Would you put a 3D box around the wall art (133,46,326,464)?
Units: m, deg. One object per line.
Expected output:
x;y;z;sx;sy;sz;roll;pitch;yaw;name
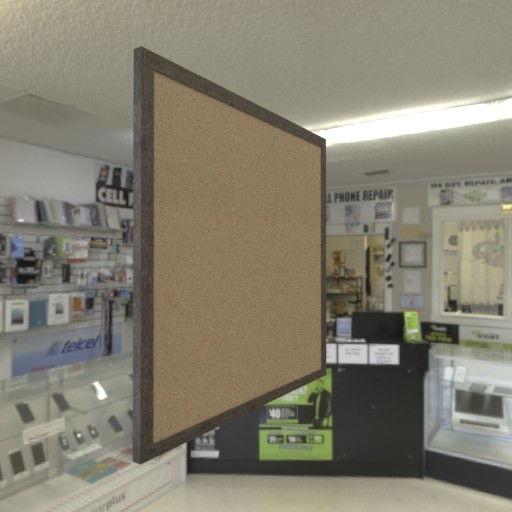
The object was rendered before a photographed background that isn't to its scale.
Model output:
0.000;0.000;0.675;0.013;0.457;0.457;0;-1;35;wall art
